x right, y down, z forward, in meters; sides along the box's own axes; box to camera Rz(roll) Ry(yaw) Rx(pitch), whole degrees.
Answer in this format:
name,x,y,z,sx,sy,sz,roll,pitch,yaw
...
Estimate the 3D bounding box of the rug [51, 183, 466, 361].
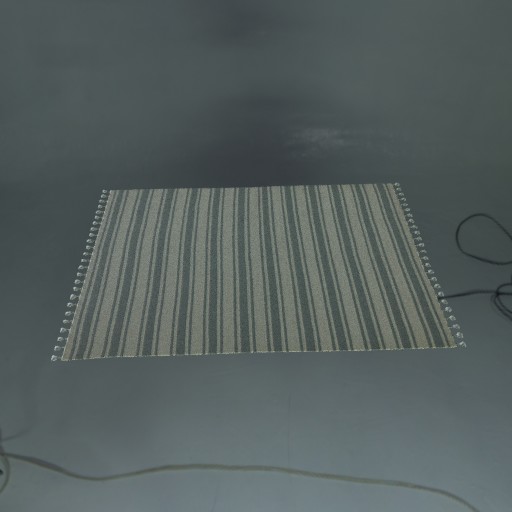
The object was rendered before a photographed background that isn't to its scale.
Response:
name,x,y,z,sx,sy,sz,roll,pitch,yaw
rug,0.000,0.000,3.078,2.410,0.011,1.539,-2,47,-2
